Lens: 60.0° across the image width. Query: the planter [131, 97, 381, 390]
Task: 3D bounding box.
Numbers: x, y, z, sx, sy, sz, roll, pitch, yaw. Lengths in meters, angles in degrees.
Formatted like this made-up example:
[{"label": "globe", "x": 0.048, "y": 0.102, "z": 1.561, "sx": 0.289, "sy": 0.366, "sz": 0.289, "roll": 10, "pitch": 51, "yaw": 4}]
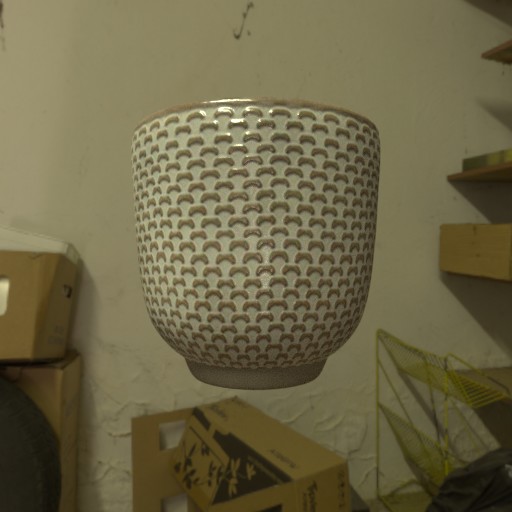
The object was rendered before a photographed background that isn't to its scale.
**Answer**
[{"label": "planter", "x": 0.000, "y": 0.000, "z": 0.362, "sx": 0.197, "sy": 0.191, "sz": 0.197, "roll": 0, "pitch": -1, "yaw": 0}]
